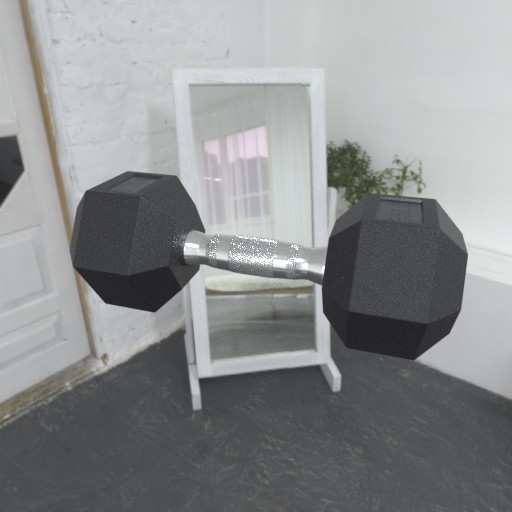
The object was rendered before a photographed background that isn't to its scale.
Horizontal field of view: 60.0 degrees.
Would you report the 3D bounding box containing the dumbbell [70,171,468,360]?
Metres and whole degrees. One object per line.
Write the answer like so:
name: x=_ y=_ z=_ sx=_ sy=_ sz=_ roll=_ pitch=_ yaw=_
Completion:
dumbbell: x=0.000 y=0.000 z=0.424 sx=0.356 sy=0.123 sz=0.141 roll=8 pitch=27 yaw=15
